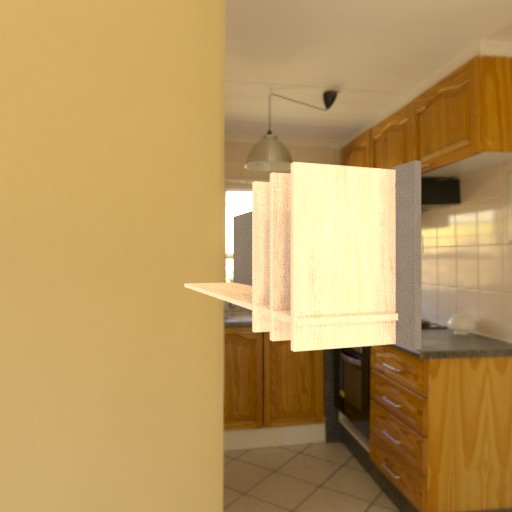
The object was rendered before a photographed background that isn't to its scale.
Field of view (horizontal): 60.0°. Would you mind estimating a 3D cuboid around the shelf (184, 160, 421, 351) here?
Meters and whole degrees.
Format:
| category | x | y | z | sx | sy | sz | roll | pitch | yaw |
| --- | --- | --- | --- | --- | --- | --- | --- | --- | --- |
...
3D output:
| category | x | y | z | sx | sy | sz | roll | pitch | yaw |
| --- | --- | --- | --- | --- | --- | --- | --- | --- | --- |
| shelf | 0.000 | 0.000 | 1.153 | 0.200 | 0.300 | 1.020 | 0 | 0 | -19 |
